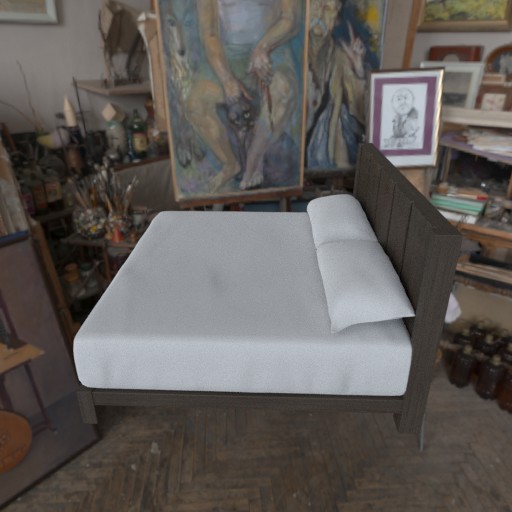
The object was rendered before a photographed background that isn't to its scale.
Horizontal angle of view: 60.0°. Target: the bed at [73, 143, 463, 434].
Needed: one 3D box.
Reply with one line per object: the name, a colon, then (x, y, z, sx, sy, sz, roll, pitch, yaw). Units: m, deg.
bed: (0.000, 0.000, 3.331, 2.012, 1.270, 2.134, 1, 26, 2)
